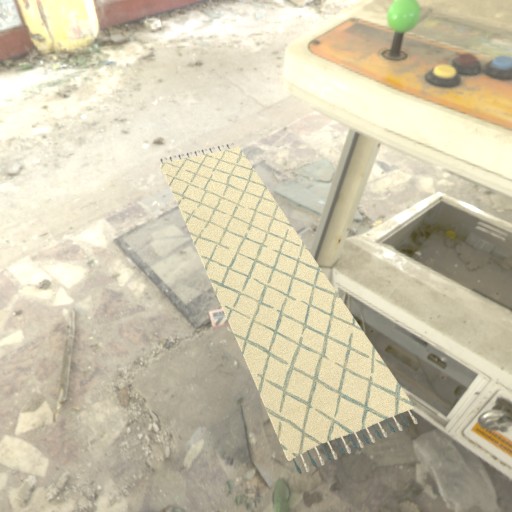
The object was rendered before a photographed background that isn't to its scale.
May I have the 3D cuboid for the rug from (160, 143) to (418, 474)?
[{"bbox_3d":[0.000,0.000,2.604,0.620,0.008,2.372,-16,49,-15],"label":"rug"}]
